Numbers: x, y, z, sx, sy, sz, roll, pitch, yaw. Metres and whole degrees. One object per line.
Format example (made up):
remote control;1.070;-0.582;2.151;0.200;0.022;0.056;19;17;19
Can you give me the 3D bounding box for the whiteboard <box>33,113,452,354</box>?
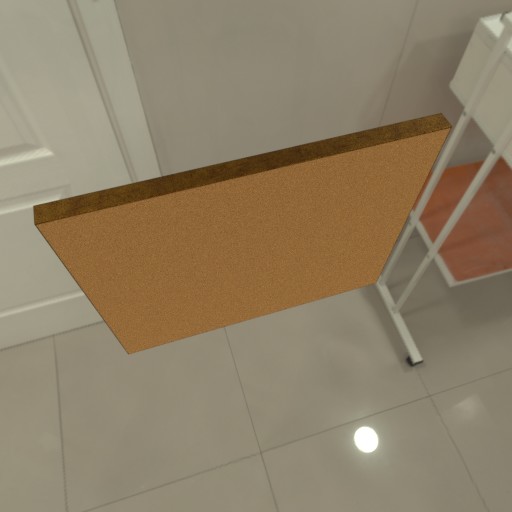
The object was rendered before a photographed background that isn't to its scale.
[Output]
whiteboard;0.000;0.000;0.772;0.561;0.457;0.029;-15;59;-9
